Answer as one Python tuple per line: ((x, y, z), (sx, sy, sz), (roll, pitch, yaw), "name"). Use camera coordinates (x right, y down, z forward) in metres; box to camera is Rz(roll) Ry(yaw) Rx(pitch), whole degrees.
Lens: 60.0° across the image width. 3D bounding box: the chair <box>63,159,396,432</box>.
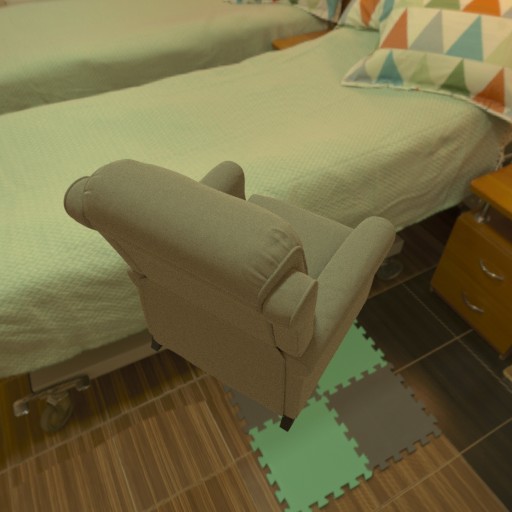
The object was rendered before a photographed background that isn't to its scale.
((0.000, 0.000, 1.723), (0.859, 1.046, 0.919), (25, 51, 22), "chair")
